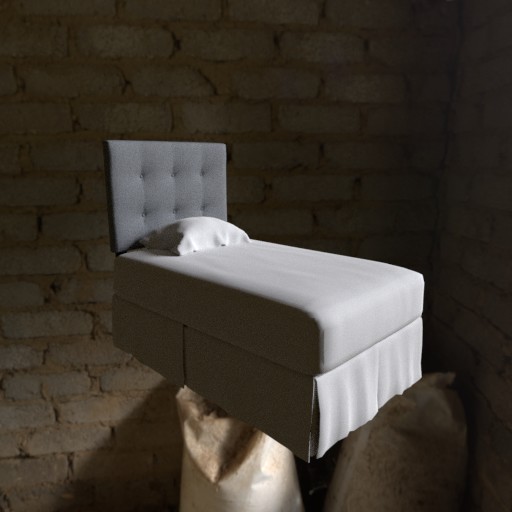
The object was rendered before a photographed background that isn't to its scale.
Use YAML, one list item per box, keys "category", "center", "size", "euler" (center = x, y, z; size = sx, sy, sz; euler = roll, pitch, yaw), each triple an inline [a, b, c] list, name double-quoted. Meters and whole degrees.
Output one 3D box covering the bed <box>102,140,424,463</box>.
- category: "bed"
  center: [0.000, 0.000, 3.059]
  size: [1.997, 1.571, 1.261]
  euler: [12, 17, 43]
